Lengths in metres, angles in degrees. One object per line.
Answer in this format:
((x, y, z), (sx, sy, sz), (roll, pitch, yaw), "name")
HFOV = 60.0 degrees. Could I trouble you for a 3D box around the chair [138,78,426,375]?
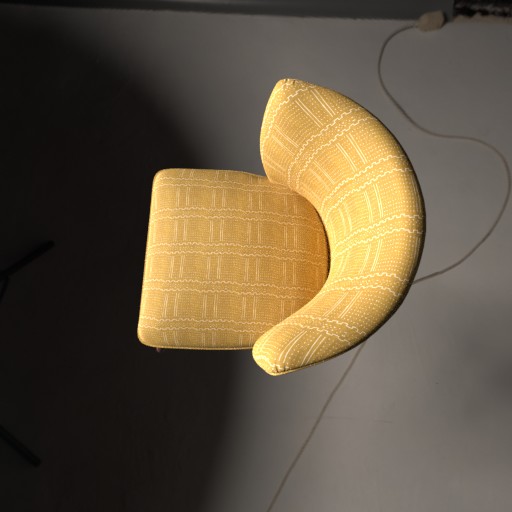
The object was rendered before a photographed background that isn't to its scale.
((0.000, 0.000, 1.389), (0.758, 0.866, 0.706), (2, 76, 0), "chair")
